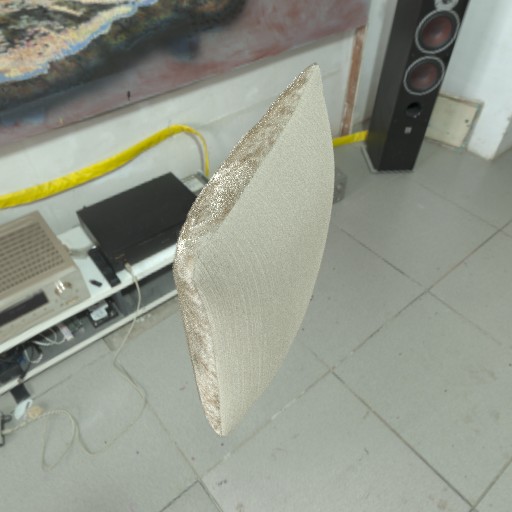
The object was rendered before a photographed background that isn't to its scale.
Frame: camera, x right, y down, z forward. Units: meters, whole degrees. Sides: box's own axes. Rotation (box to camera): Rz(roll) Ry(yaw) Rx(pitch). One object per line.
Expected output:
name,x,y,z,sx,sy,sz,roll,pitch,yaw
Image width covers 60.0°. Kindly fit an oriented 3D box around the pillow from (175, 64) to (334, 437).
pillow,0.000,0.000,0.820,0.216,0.525,0.538,16,49,14
